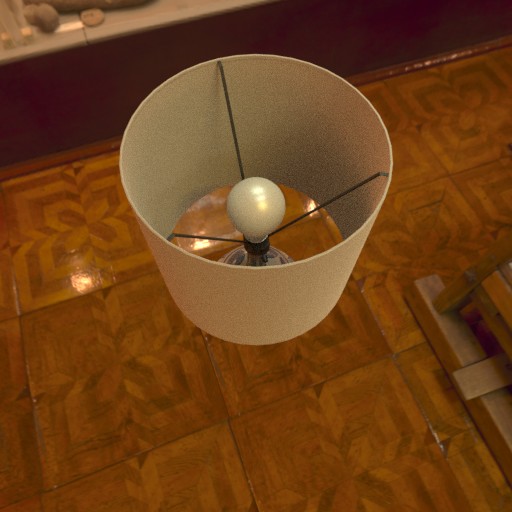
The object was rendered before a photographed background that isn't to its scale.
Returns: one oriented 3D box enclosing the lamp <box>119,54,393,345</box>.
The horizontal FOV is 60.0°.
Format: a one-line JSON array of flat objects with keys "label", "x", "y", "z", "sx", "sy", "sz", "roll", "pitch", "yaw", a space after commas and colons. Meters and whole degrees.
[{"label": "lamp", "x": 0.000, "y": 0.000, "z": 0.520, "sx": 0.215, "sy": 0.381, "sz": 0.215, "roll": -17, "pitch": 64, "yaw": -8}]
